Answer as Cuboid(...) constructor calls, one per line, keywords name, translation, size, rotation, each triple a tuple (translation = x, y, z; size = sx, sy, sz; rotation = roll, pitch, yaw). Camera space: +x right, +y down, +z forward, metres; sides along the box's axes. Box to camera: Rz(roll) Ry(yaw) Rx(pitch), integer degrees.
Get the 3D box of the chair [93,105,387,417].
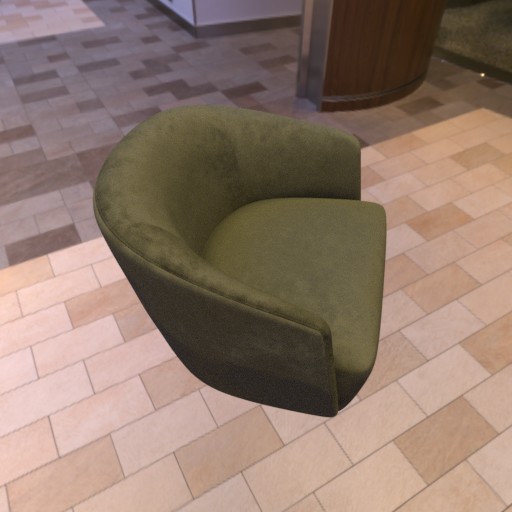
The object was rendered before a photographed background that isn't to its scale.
Cuboid(name="chair", translation=(0.000, 0.000, 1.343), size=(0.767, 0.698, 0.773), rotation=(10, 46, 10))
